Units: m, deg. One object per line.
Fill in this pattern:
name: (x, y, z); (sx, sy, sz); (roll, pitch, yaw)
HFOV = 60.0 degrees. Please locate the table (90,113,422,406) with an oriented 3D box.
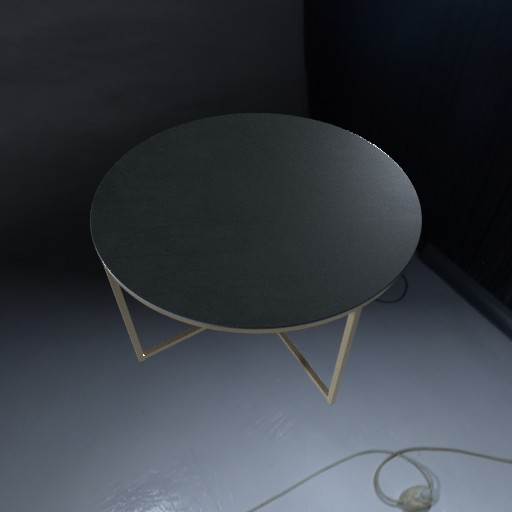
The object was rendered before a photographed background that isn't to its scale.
table: (0.000, 0.000, 1.268); (0.800, 0.450, 0.800); (0, 46, 0)
